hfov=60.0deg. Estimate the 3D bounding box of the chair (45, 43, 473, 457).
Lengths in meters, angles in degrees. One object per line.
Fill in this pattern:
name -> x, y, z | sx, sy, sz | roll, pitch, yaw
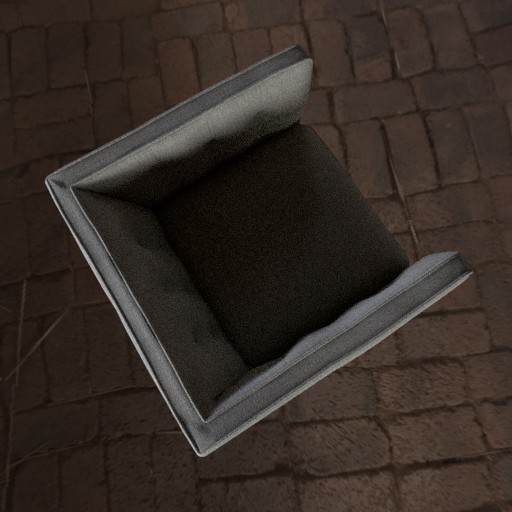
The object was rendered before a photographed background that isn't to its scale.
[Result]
chair -> 0.000, 0.000, 1.624 | 0.912, 0.799, 0.920 | -32, 78, -7
